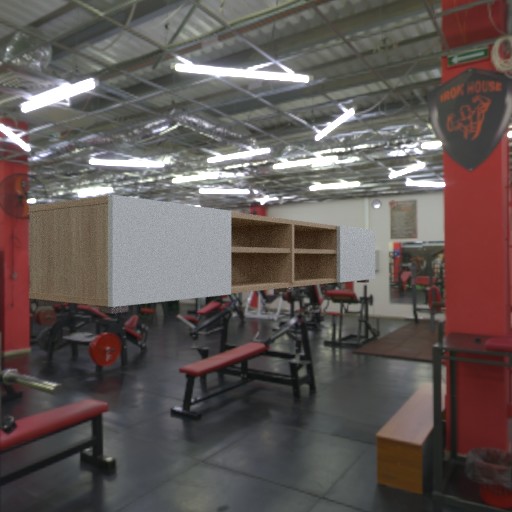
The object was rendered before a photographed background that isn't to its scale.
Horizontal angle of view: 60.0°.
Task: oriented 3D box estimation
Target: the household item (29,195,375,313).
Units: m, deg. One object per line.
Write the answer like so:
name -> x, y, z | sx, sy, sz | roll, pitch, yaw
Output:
household item -> 0.000, 0.000, 2.014 | 0.420, 0.310, 1.850 | 0, 0, 36
